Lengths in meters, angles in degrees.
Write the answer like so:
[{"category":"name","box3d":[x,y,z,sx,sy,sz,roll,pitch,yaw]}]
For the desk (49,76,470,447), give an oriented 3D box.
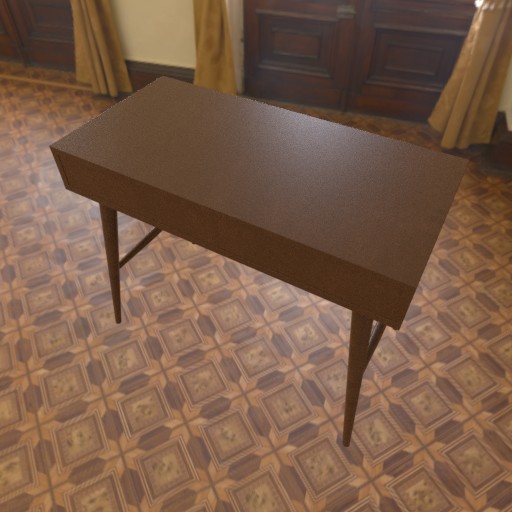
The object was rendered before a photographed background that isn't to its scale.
[{"category":"desk","box3d":[0.000,0.000,1.390,0.949,0.758,0.510,22,50,20]}]
